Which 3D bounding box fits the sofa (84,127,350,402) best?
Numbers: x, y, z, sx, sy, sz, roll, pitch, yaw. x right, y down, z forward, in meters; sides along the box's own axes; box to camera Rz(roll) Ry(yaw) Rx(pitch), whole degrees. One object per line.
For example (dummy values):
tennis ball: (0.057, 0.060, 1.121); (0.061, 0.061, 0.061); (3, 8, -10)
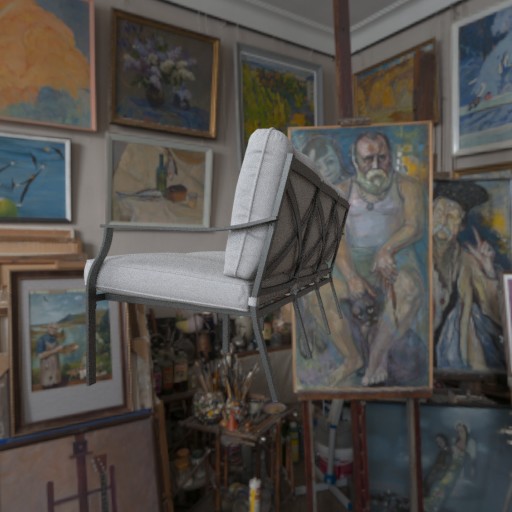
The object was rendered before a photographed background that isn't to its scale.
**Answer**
sofa: (0.000, 0.000, 2.237); (0.787, 0.860, 1.740); (0, 1, 18)
